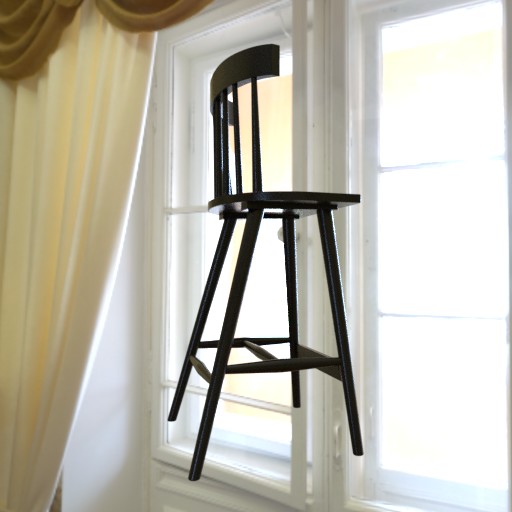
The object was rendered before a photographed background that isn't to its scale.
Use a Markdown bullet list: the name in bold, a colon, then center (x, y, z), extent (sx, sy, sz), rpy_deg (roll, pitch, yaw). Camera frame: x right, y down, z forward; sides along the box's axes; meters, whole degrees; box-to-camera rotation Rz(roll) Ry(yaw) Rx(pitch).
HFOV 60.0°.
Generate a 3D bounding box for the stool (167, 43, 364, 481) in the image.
- **stool**: center (0.000, 0.000, 1.358), extent (0.483, 1.092, 0.482), rpy_deg (0, -1, -18)
